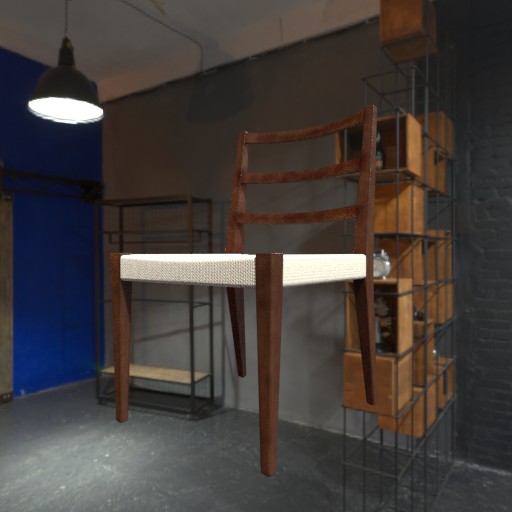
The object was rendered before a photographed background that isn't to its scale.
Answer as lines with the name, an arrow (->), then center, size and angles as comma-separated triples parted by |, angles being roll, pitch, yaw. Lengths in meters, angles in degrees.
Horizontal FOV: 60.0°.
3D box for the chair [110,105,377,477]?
chair -> 0.000, 0.000, 1.157 | 0.480, 0.813, 0.551 | 0, 1, 36
